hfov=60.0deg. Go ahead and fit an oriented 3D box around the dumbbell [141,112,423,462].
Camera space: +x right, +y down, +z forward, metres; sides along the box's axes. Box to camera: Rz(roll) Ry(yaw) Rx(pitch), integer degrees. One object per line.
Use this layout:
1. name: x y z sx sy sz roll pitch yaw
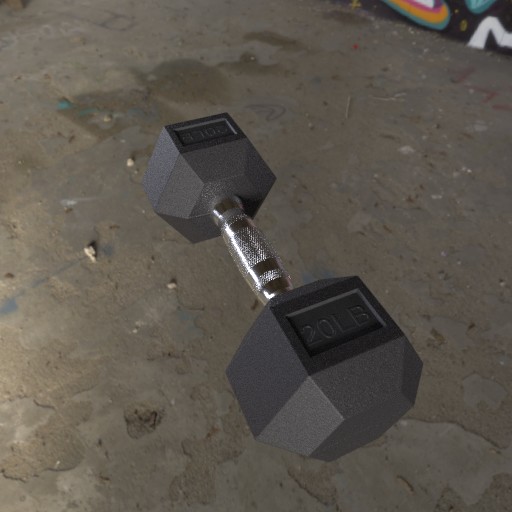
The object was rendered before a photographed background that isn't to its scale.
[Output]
1. dumbbell: 0.000 0.000 0.343 0.116 0.101 0.297 -18 49 -16
